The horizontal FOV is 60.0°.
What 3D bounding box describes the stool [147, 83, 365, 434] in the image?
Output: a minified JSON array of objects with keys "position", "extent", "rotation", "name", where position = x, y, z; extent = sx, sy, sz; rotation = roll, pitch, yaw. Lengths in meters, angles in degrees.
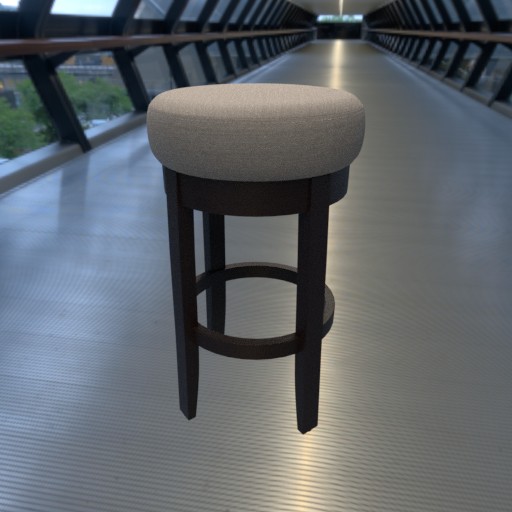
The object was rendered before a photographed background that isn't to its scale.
[{"position":[0.000,0.000,1.052],"extent":[0.443,0.757,0.443],"rotation":[0,26,0],"name":"stool"}]
